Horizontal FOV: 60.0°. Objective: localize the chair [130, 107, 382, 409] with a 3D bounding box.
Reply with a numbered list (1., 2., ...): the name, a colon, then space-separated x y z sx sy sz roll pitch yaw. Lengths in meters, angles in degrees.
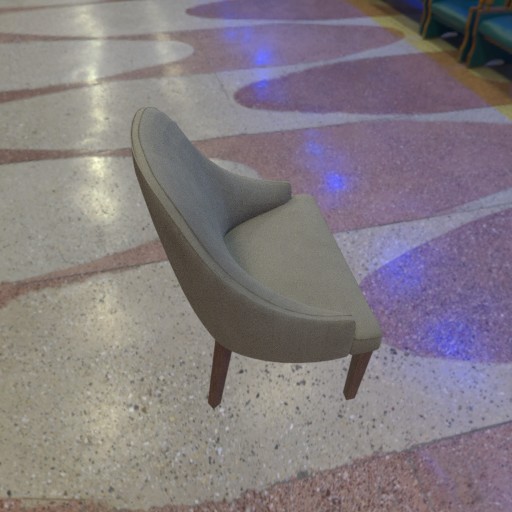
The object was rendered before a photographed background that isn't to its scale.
1. chair: 0.000 0.000 1.326 0.575 0.889 0.643 -9 47 -9
